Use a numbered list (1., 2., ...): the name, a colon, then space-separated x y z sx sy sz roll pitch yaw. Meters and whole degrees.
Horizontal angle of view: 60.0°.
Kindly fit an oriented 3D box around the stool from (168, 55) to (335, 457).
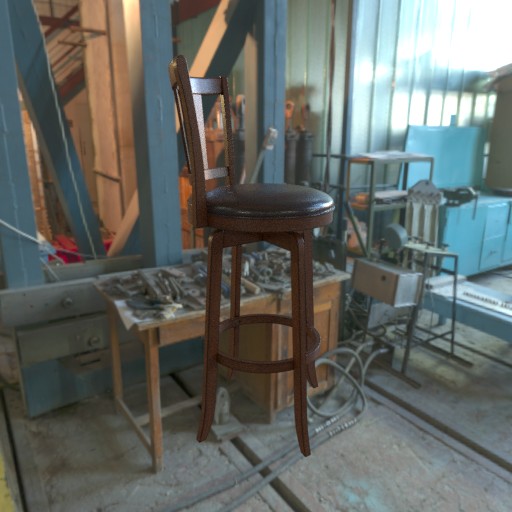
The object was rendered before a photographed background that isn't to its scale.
1. stool: 0.000 0.000 1.479 0.503 1.177 0.464 3 16 11
